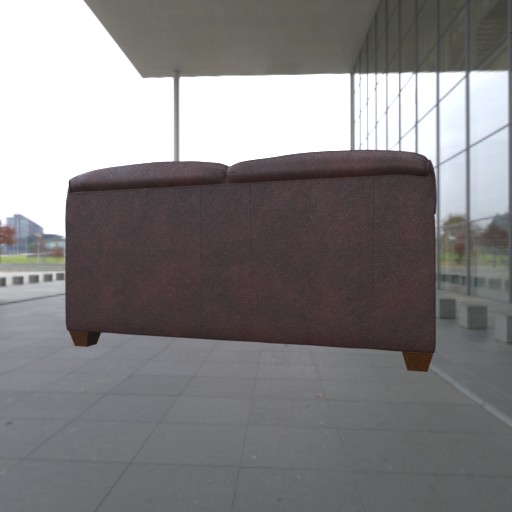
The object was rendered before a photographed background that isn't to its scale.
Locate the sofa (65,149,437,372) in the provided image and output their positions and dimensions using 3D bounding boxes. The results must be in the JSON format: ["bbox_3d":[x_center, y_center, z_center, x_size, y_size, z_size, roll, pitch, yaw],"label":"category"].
[{"bbox_3d":[0.000,0.000,2.531,1.856,0.966,1.000,0,0,18],"label":"sofa"}]
